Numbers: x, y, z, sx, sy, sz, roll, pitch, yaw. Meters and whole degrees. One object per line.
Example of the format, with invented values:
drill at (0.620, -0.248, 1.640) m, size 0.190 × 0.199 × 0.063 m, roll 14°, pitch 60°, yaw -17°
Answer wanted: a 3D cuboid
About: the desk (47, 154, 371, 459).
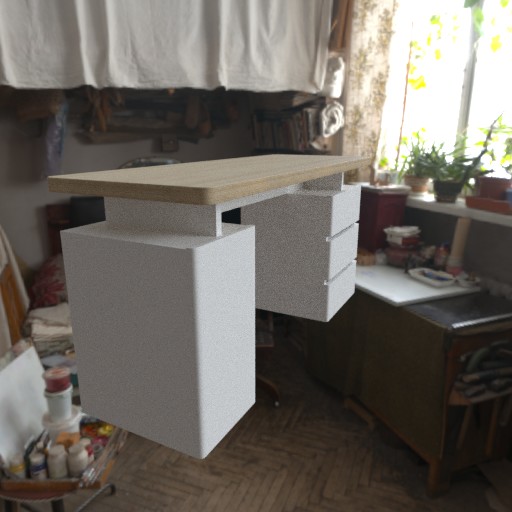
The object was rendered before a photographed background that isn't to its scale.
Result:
desk at (0.000, 0.000, 1.850) m, size 0.550 × 0.755 × 1.500 m, roll 8°, pitch 17°, yaw 27°
